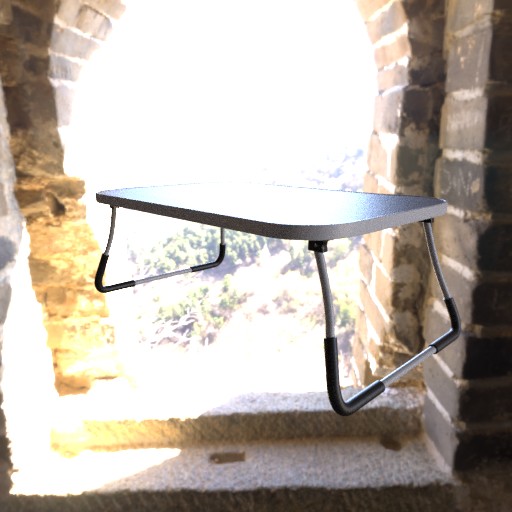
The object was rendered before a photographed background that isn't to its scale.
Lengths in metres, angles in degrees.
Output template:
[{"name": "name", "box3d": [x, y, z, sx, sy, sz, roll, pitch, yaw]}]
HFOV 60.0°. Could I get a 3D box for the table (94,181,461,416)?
[{"name": "table", "box3d": [0.000, 0.000, 0.846, 0.400, 0.232, 0.660, -13, 19, -43]}]
